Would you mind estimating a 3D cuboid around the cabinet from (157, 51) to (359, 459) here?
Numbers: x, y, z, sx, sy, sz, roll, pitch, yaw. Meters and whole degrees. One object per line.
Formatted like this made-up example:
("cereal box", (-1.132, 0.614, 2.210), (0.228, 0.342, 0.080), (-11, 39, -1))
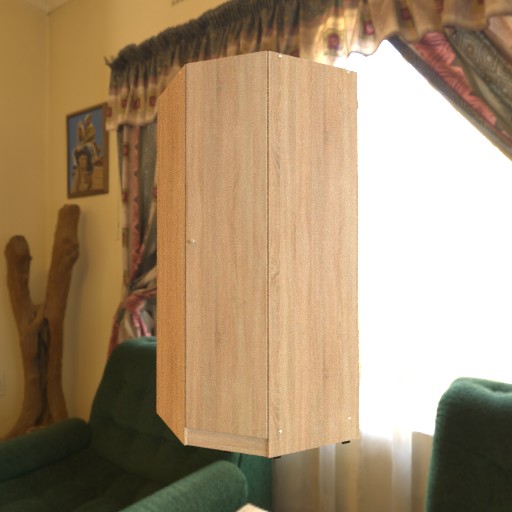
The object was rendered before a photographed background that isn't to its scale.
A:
("cabinet", (0.000, 0.000, 2.871), (1.327, 2.120, 1.094), (0, -1, 19))
